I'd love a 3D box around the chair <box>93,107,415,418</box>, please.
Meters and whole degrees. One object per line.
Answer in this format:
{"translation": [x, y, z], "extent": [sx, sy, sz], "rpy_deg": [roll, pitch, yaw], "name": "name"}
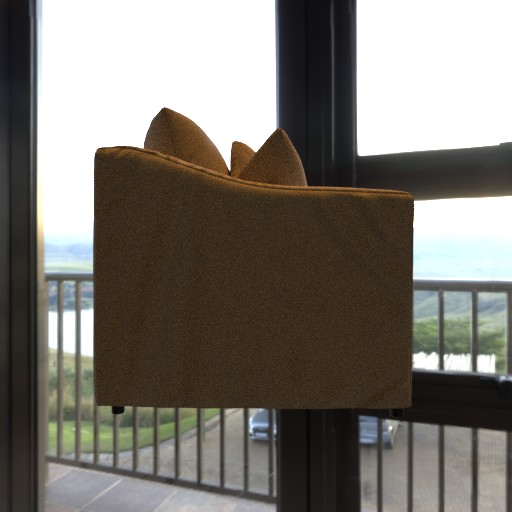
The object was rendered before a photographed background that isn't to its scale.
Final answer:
{"translation": [0.000, 0.000, 2.017], "extent": [1.071, 1.093, 1.194], "rpy_deg": [0, 0, 1], "name": "chair"}
